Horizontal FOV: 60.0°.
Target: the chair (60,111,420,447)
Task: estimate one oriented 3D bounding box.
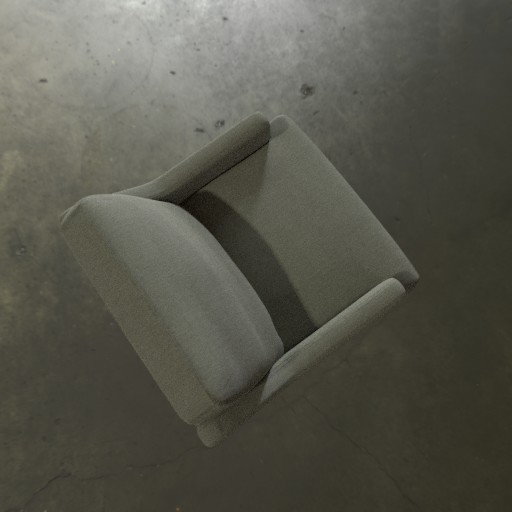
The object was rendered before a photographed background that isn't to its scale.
[{"bbox_3d":[0.000,0.000,1.530,0.892,0.821,0.826,-35,79,-8],"label":"chair"}]
